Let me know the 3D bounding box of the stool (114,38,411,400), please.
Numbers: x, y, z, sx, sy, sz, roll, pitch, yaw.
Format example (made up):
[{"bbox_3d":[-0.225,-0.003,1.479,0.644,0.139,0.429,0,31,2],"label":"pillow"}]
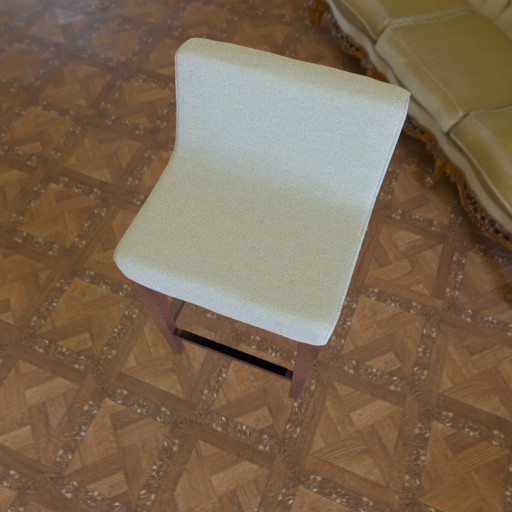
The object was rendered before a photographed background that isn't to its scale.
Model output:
[{"bbox_3d":[0.000,0.000,1.229,0.511,0.937,0.500,18,62,10],"label":"stool"}]
